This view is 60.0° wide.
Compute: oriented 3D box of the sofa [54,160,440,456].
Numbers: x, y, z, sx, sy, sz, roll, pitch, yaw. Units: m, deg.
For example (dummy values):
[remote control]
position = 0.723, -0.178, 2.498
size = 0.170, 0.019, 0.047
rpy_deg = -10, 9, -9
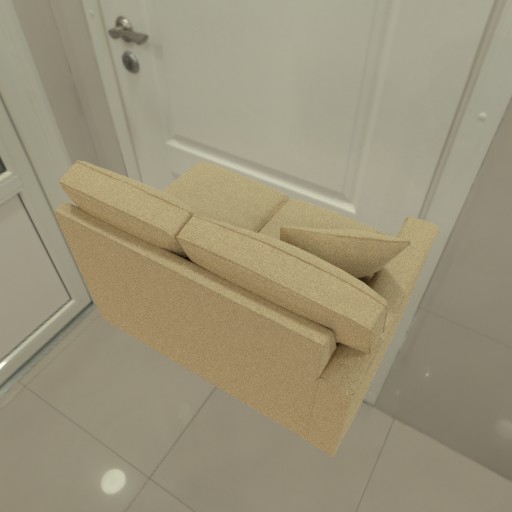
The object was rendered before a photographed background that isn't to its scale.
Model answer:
[sofa]
position = 0.000, 0.000, 2.090
size = 1.388, 0.989, 0.991
rpy_deg = 24, 52, 21
